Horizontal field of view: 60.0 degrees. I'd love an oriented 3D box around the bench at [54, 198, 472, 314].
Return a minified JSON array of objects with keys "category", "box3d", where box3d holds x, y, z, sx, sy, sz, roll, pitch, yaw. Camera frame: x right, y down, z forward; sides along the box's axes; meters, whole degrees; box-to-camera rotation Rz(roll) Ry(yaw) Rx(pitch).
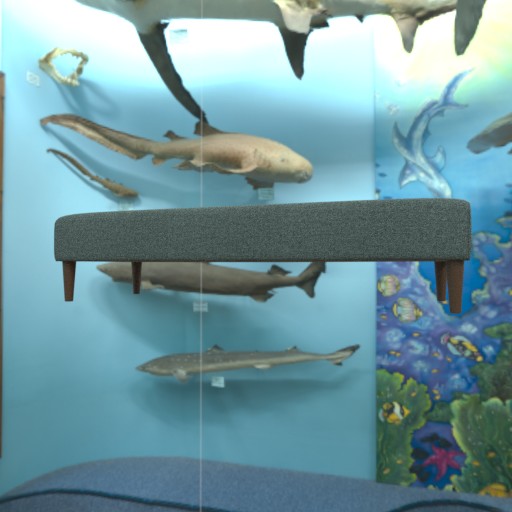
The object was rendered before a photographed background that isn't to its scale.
[{"category":"bench","box3d":[0.000,0.000,1.888,1.598,0.384,0.631,0,-1,18]}]
